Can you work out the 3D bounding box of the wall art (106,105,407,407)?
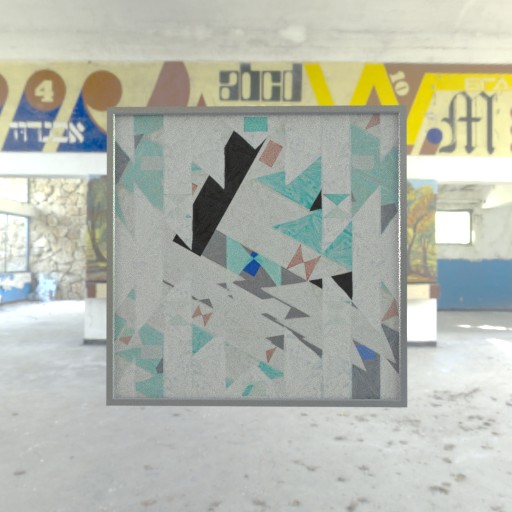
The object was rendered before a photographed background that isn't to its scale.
[{"bbox_3d":[0.000,0.000,1.209,0.806,0.806,0.038,0,0,1],"label":"wall art"}]
